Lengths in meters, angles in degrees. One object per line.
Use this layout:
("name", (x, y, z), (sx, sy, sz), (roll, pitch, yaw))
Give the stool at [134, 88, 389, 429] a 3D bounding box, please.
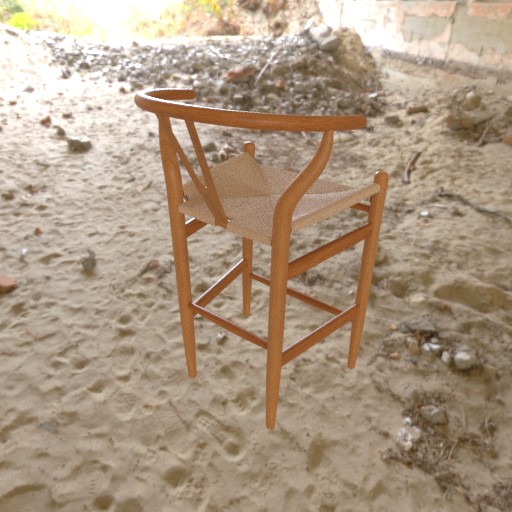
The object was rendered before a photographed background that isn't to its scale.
("stool", (0.000, 0.000, 1.329), (0.569, 0.970, 0.579), (22, 37, 33))
